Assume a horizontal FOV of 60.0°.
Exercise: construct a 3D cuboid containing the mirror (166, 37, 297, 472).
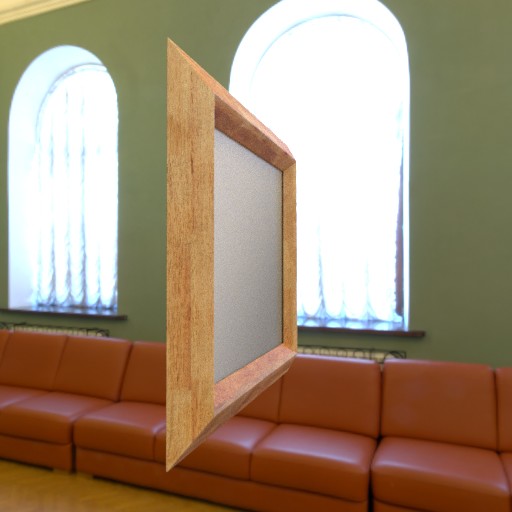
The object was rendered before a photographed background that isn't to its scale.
[{"bbox_3d":[0.000,0.000,0.960,0.047,0.651,0.651,0,-1,20],"label":"mirror"}]
